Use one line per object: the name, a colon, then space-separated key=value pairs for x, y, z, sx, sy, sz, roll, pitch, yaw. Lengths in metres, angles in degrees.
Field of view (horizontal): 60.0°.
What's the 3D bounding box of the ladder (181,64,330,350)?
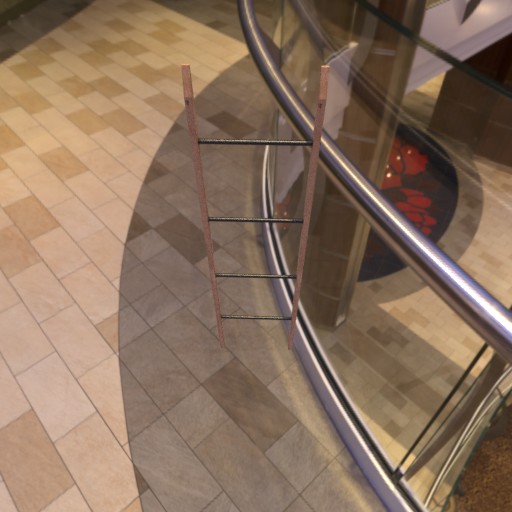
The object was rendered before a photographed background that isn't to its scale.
ladder: x=0.000 y=0.000 z=2.014 sx=0.442 sy=1.805 sz=0.200 roll=1 pitch=47 yaw=1
